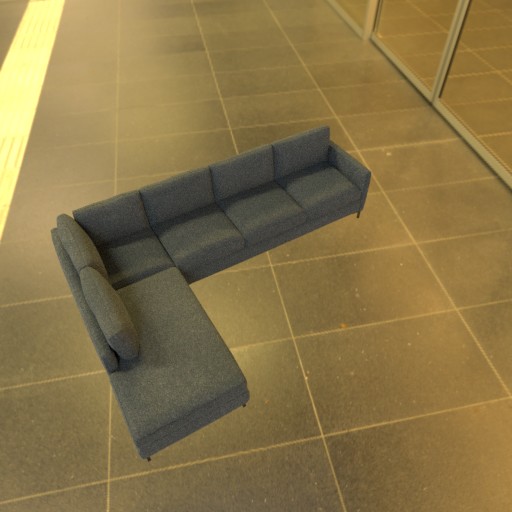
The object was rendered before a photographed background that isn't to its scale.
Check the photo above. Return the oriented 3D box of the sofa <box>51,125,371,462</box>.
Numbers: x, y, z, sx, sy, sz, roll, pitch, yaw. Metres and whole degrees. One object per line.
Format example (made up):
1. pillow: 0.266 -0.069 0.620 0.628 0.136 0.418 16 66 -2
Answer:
1. sofa: 0.000 0.000 3.823 2.949 0.815 2.007 -24 51 -20
